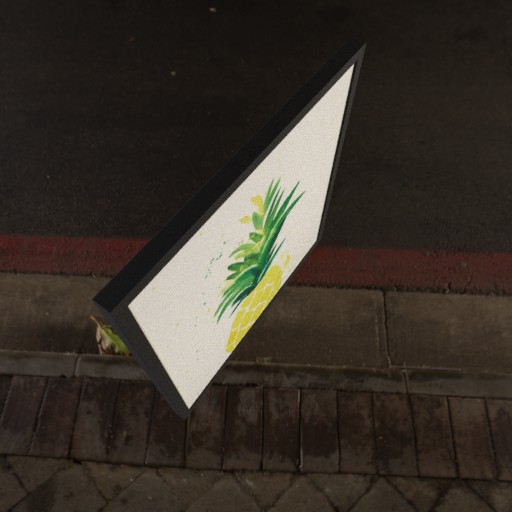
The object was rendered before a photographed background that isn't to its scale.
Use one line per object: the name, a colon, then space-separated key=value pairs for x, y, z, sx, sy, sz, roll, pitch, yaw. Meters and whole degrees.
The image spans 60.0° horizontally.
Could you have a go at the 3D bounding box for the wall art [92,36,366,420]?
wall art: x=0.000 y=0.000 z=1.112 sx=0.037 sy=0.760 sz=0.762 roll=31 pitch=64 yaw=17
